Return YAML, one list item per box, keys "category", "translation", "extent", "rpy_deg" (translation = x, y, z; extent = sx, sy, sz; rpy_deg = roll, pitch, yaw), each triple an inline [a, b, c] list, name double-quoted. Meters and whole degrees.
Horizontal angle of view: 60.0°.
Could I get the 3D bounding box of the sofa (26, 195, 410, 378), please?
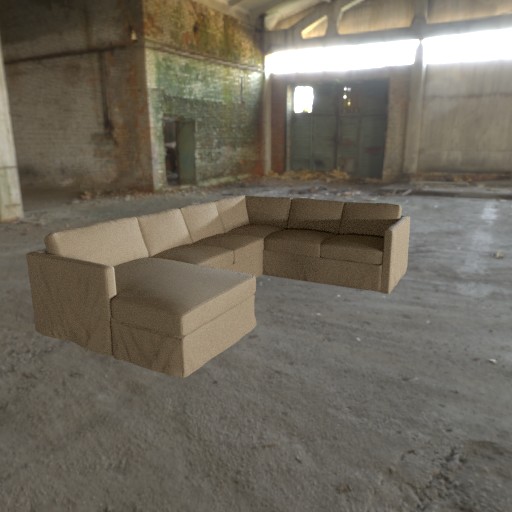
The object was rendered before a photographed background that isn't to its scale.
- category: "sofa"
  translation: [0.000, 0.000, 4.603]
  extent: [2.476, 0.878, 3.528]
  rpy_deg: [8, 16, 28]
